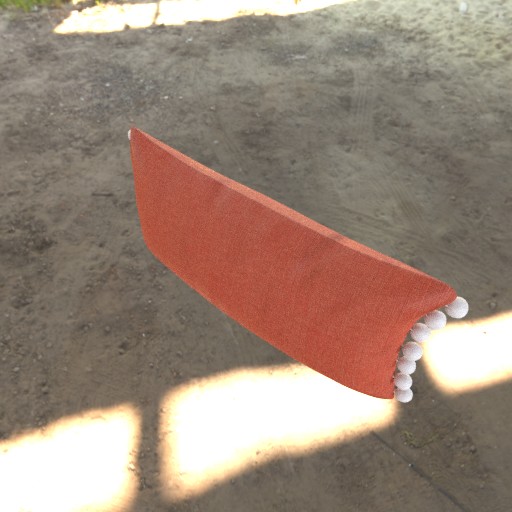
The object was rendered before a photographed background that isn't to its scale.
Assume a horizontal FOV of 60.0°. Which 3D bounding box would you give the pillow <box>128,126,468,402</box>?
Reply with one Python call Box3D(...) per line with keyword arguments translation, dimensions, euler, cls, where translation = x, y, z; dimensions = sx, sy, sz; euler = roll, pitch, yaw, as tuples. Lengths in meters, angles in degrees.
Box3D(translation=(0.000, 0.000, 0.824), dimensions=(0.709, 0.322, 0.201), euler=(32, 54, 26), cls="pillow")
